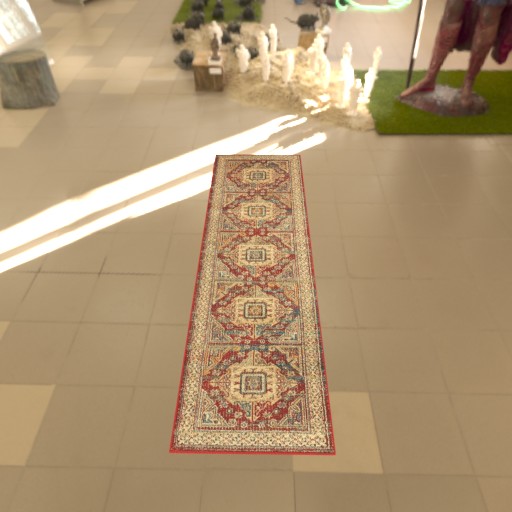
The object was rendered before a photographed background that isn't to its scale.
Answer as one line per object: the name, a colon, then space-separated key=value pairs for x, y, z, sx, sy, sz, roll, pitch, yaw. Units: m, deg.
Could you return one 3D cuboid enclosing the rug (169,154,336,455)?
rug: x=0.000 y=0.000 z=2.585 sx=0.659 sy=0.015 sz=2.292 roll=0 pitch=43 yaw=1
